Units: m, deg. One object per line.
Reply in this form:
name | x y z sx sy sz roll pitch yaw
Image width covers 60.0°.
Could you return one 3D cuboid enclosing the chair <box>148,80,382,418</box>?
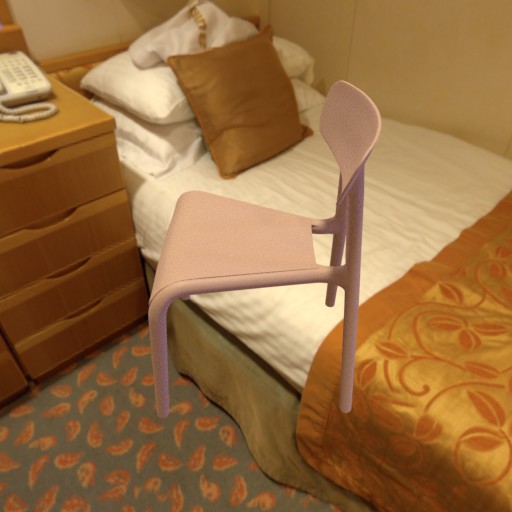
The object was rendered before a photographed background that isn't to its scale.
chair | 0.000 0.000 0.851 0.401 0.580 0.356 1 41 1
